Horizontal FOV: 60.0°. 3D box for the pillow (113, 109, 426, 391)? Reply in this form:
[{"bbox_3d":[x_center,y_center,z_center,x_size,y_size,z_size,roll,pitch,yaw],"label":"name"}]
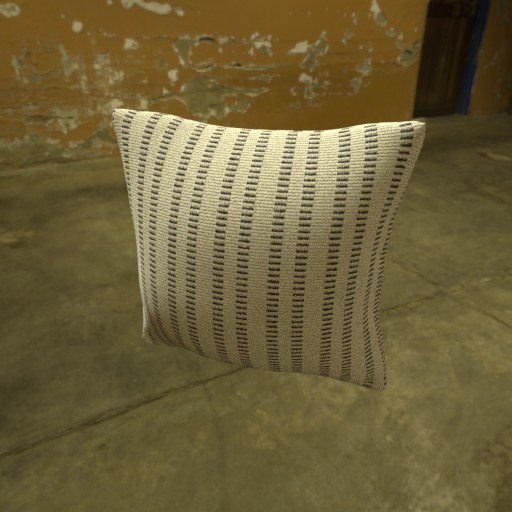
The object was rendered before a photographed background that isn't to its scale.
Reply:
[{"bbox_3d":[0.000,0.000,0.678,0.438,0.419,0.247,8,27,15],"label":"pillow"}]
